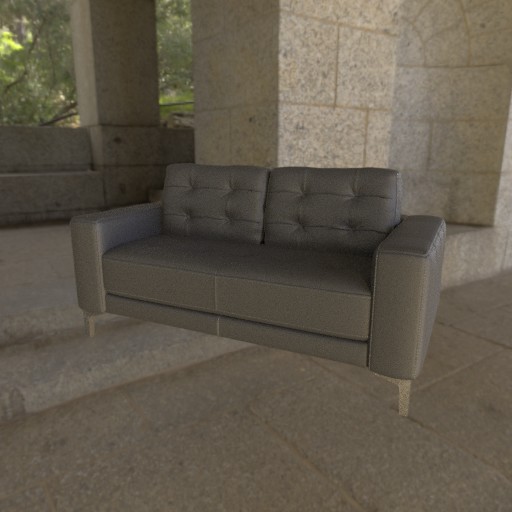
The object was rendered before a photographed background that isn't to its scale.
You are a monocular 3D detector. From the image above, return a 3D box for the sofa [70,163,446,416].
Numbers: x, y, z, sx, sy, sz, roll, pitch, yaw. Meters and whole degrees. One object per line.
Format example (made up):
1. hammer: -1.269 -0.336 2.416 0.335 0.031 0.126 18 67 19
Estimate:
1. sofa: 0.000 0.000 2.246 1.726 0.892 0.833 7 16 25
